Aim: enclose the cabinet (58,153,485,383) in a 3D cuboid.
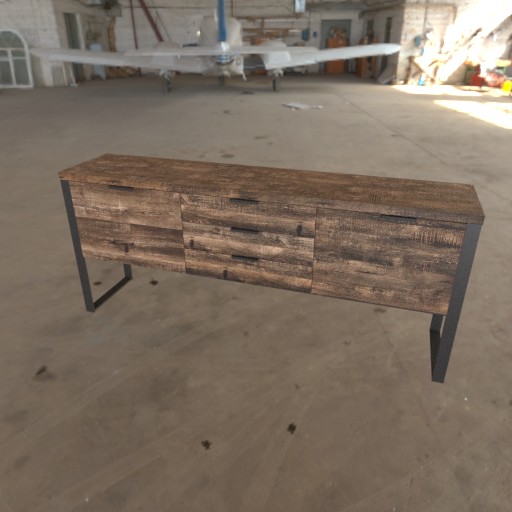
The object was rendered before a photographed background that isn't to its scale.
[{"bbox_3d":[0.000,0.000,2.120,1.800,0.762,0.395,8,27,16],"label":"cabinet"}]
